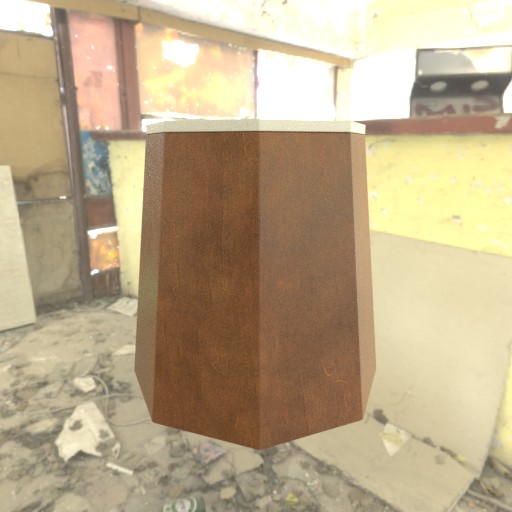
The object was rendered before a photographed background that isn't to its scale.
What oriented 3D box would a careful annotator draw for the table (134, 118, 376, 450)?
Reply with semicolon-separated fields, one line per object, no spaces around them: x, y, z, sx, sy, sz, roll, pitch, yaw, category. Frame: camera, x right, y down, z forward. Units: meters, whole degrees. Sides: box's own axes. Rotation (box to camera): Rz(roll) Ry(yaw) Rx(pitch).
0.000;0.000;0.804;0.439;0.457;0.439;-7;16;-25;table
